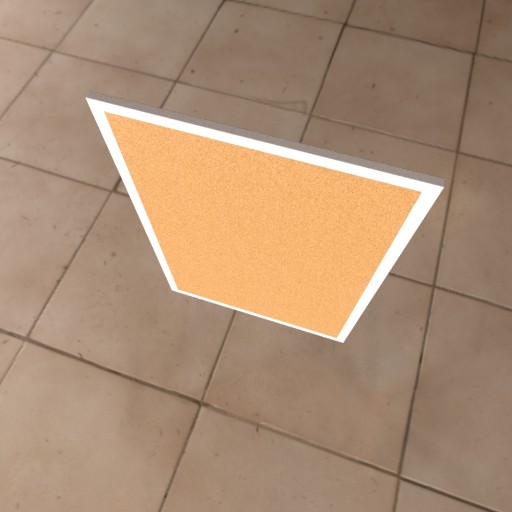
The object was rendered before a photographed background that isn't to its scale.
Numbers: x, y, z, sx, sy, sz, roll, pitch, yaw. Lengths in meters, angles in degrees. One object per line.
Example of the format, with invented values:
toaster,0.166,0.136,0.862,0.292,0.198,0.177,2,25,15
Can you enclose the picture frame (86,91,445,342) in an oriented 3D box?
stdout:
picture frame,0.000,0.000,0.836,0.457,0.657,0.013,16,65,8
